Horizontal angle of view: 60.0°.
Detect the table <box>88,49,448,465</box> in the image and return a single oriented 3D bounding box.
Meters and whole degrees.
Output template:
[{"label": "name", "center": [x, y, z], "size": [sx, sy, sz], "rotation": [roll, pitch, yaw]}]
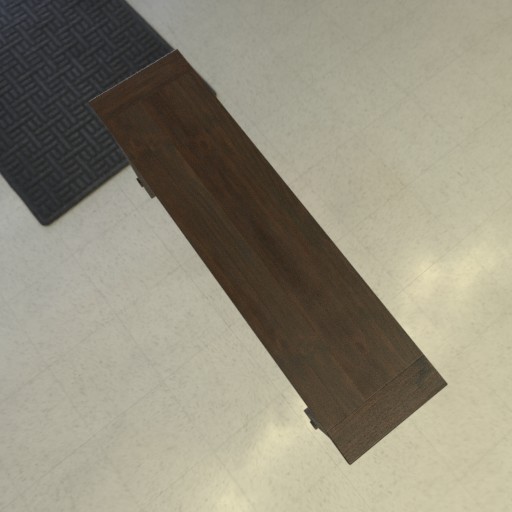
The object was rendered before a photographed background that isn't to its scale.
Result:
[{"label": "table", "center": [0.000, 0.000, 1.944], "size": [0.442, 0.762, 1.599], "rotation": [-35, 78, -9]}]
